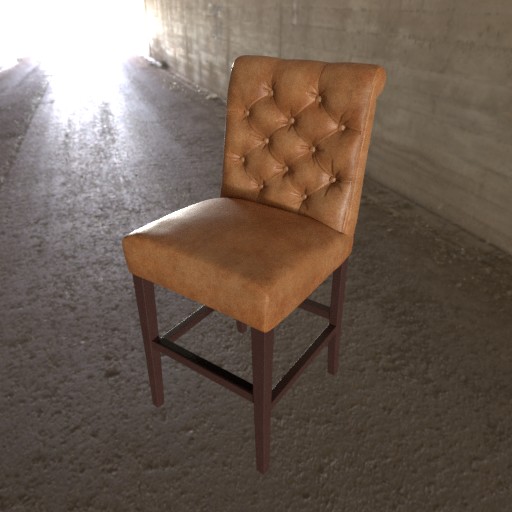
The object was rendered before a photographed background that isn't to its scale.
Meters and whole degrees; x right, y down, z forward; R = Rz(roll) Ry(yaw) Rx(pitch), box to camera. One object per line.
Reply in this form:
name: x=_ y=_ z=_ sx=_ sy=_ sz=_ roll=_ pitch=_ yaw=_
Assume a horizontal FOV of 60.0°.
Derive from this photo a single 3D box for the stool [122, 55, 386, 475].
stool: x=0.000 y=0.000 z=1.333 sx=0.493 sy=1.047 sz=0.601 roll=19 pitch=35 yaw=30
